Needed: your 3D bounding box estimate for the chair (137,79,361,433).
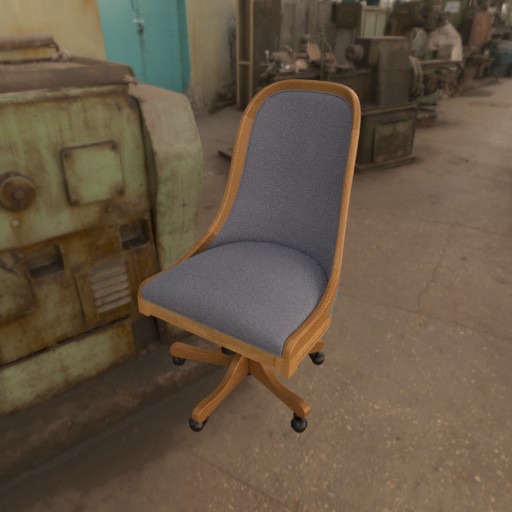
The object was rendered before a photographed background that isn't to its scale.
[{"bbox_3d":[0.000,0.000,1.490,0.605,1.031,0.735,17,33,28],"label":"chair"}]
